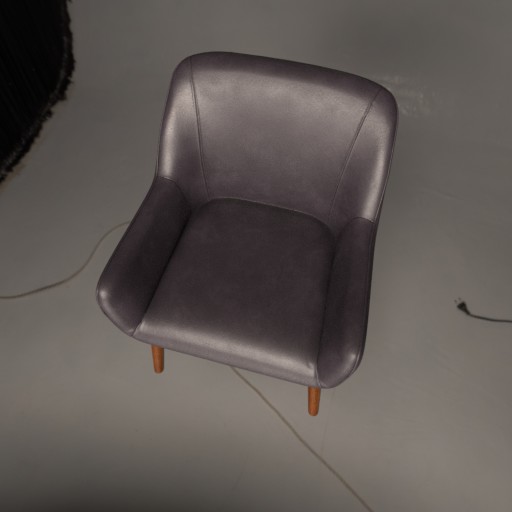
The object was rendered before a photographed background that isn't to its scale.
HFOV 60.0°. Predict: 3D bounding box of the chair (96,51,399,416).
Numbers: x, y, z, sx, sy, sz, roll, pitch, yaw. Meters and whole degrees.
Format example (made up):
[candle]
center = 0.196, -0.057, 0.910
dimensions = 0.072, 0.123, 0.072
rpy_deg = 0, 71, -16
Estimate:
[chair]
center = 0.000, 0.000, 1.233
dimensions = 0.610, 0.828, 0.610
rpy_deg = 13, 60, 8
